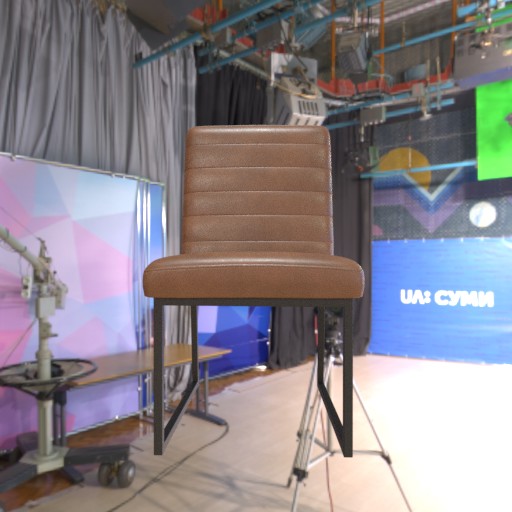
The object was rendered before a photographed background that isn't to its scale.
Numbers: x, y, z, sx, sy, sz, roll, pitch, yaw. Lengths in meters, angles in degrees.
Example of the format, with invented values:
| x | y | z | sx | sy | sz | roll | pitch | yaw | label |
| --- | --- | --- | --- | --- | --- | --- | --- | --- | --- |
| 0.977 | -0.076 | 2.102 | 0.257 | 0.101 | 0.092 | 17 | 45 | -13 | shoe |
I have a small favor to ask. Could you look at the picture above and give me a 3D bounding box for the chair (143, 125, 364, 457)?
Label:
| x | y | z | sx | sy | sz | roll | pitch | yaw | label |
| --- | --- | --- | --- | --- | --- | --- | --- | --- | --- |
| 0.000 | 0.000 | 1.326 | 0.520 | 0.930 | 0.634 | 0 | 0 | 1 | chair |
